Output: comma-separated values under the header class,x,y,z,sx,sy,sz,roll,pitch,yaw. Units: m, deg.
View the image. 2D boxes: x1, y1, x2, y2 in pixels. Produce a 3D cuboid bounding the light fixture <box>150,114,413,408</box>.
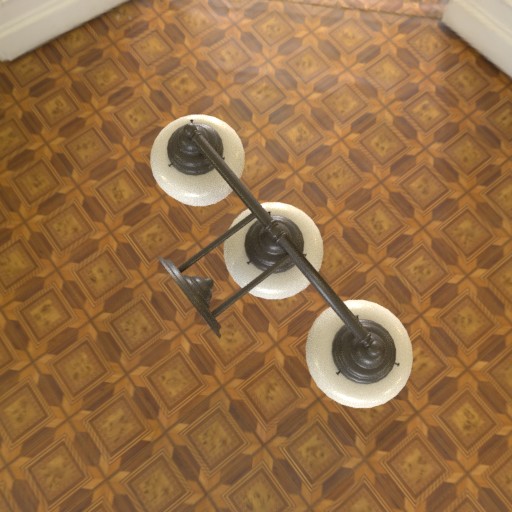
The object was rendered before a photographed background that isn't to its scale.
class,x,y,z,sx,sy,sz,roll,pitch,yaw
light fixture,0.000,0.000,0.684,0.239,0.242,0.587,-37,78,-9
